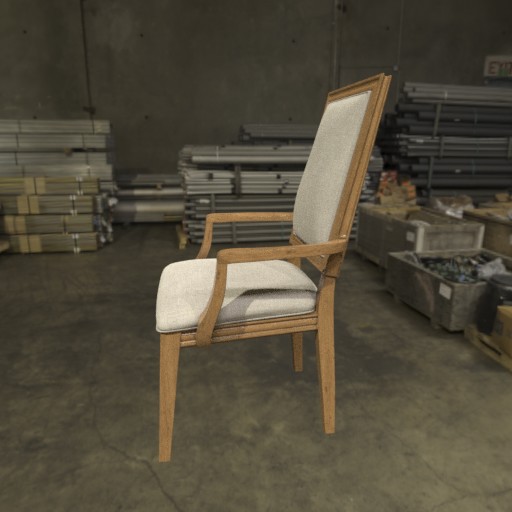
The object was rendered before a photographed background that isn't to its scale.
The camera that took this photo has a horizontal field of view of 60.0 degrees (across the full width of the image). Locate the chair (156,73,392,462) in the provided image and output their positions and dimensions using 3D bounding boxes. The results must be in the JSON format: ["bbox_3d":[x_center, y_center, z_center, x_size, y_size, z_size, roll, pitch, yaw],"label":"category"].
[{"bbox_3d":[0.000,0.000,1.345,0.602,0.990,0.606,-2,14,-9],"label":"chair"}]
